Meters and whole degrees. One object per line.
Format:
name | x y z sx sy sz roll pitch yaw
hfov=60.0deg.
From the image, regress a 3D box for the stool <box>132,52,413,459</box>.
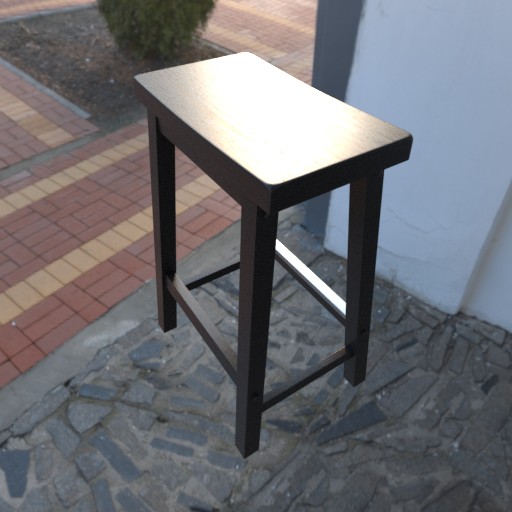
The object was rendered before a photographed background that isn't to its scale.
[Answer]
stool | 0.000 0.000 0.856 0.322 0.610 0.406 -24 47 -24
